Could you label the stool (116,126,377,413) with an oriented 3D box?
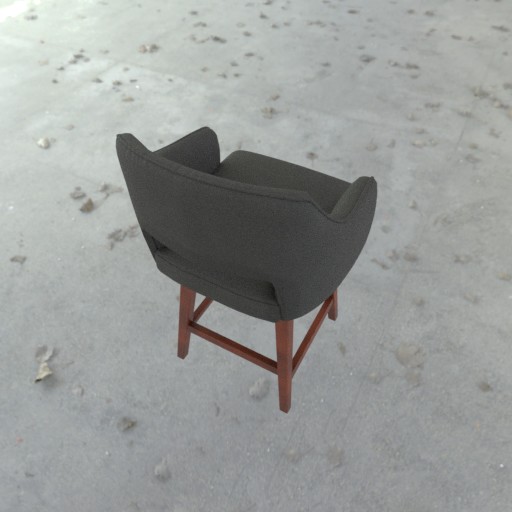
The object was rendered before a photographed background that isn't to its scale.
[{"bbox_3d":[0.000,0.000,1.269,0.548,0.912,0.558,22,51,19],"label":"stool"}]
